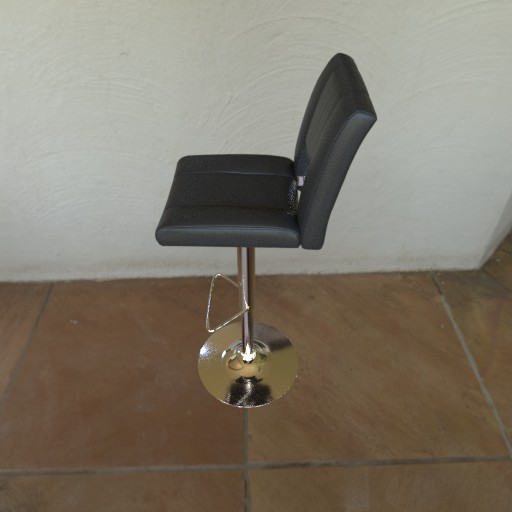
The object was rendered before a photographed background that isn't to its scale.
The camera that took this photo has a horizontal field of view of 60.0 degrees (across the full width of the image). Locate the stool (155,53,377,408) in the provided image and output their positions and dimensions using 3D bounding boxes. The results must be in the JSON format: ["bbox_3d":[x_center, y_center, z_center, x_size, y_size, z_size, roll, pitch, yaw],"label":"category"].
[{"bbox_3d":[0.000,0.000,1.431,0.520,1.151,0.415,1,41,1],"label":"stool"}]
